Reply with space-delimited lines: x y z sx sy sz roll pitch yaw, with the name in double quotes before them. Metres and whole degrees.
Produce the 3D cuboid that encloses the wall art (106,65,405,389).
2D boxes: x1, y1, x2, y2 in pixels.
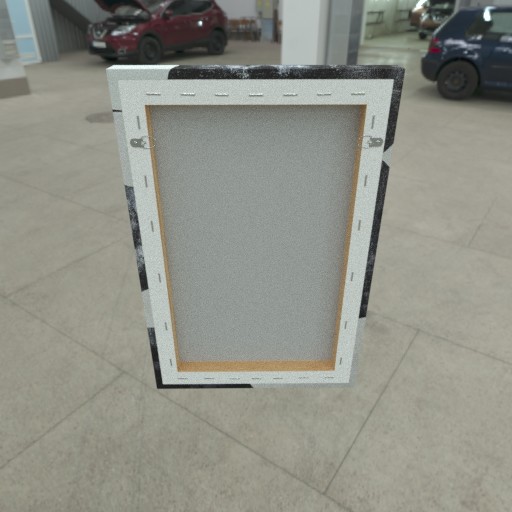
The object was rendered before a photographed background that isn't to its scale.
"wall art" 0.000 0.000 0.771 0.407 0.610 0.039 0 31 -1
